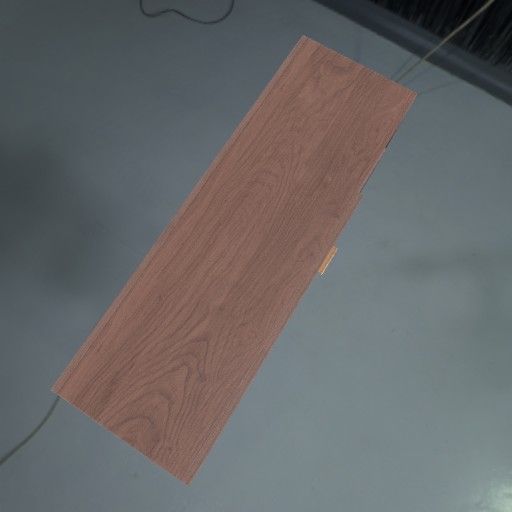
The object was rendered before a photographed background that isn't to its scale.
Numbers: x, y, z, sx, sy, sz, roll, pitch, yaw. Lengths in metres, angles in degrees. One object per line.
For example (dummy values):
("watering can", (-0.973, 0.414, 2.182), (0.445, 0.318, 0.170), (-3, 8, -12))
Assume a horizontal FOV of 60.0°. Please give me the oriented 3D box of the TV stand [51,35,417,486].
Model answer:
("TV stand", (0.000, 0.000, 1.409), (0.415, 0.500, 1.200), (31, 77, 8))
